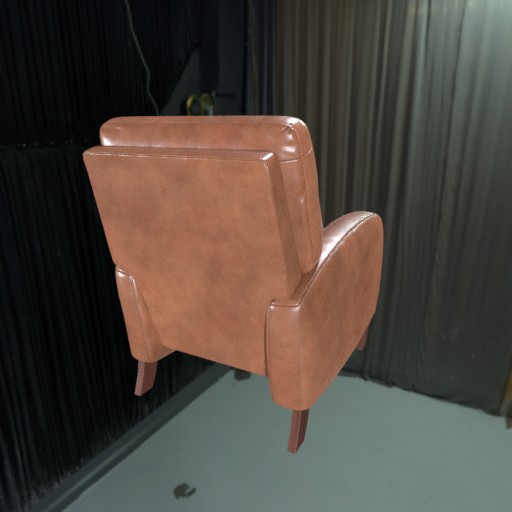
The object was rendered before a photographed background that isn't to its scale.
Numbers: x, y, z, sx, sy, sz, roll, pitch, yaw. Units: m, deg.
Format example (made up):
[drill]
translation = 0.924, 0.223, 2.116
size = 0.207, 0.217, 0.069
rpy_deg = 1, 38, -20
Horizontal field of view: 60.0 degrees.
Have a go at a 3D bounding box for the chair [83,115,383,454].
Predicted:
[chair]
translation = 0.000, 0.000, 1.655
size = 0.762, 0.990, 0.990
rpy_deg = 9, 19, 27
